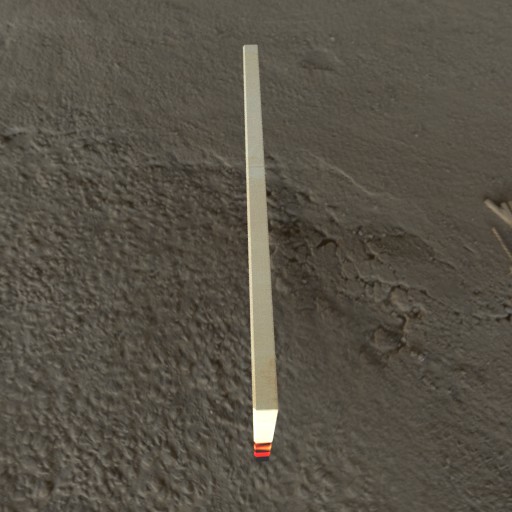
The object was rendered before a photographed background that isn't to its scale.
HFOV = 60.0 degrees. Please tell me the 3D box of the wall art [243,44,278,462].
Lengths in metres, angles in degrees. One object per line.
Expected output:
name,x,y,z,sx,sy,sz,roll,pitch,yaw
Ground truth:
wall art,0.000,0.000,1.165,0.038,0.602,0.918,-2,58,-1
